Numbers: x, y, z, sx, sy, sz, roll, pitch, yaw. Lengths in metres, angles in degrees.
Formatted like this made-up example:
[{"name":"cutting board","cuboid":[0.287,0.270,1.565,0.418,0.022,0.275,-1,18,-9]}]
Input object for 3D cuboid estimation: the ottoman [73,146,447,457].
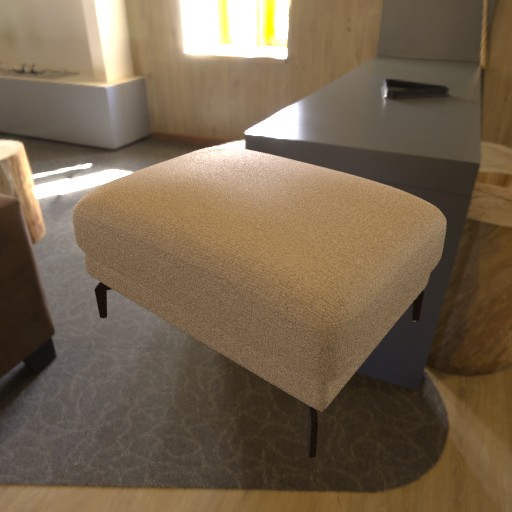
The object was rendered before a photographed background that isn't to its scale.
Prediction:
[{"name":"ottoman","cuboid":[0.000,0.000,1.120,0.772,0.420,0.568,22,38,32]}]
